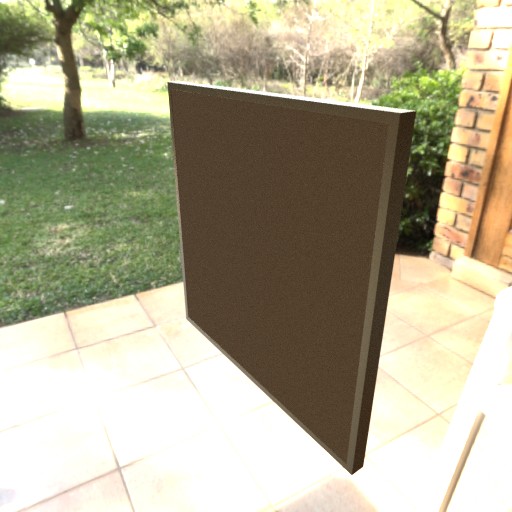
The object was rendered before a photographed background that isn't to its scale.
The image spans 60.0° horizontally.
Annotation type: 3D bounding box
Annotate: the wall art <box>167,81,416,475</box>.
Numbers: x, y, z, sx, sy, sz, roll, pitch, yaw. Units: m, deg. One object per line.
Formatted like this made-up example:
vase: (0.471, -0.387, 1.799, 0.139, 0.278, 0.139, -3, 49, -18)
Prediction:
wall art: (0.000, 0.000, 1.094, 0.038, 0.762, 0.762, -17, 30, -32)
